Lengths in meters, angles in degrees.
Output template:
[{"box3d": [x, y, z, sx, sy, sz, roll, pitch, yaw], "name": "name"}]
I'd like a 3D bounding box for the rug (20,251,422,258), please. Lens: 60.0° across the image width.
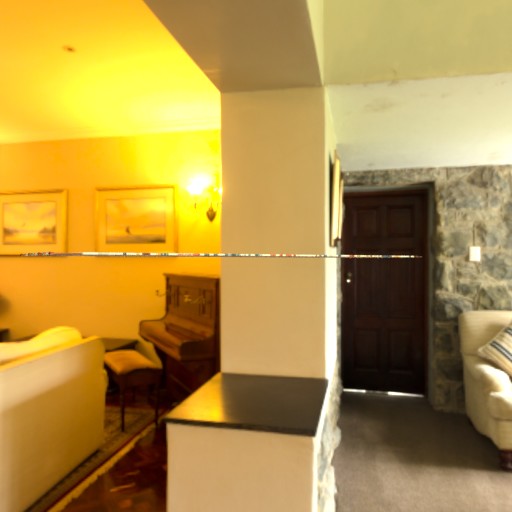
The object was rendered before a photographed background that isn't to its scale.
[{"box3d": [0.000, 0.000, 2.935, 2.682, 0.015, 0.763, 0, -1, -37], "name": "rug"}]
